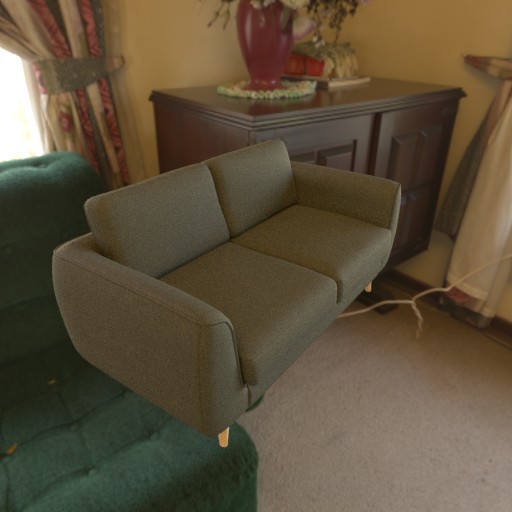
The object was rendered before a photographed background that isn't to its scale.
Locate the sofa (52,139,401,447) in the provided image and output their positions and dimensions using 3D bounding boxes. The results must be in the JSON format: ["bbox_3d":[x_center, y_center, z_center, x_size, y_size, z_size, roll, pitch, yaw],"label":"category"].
[{"bbox_3d":[0.000,0.000,2.188,0.920,0.850,1.700,18,32,31],"label":"sofa"}]
